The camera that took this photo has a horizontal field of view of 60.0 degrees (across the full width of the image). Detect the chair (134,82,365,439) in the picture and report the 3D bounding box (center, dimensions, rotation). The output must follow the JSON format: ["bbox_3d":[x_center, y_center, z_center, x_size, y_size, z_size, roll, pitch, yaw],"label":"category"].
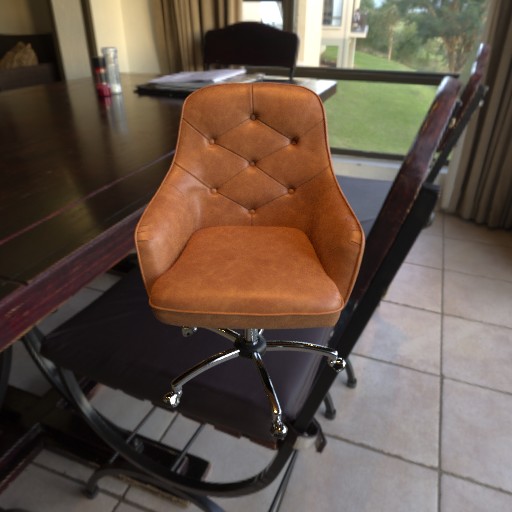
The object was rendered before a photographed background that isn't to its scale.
[{"bbox_3d":[0.000,0.000,1.349,0.628,0.909,0.615,1,30,2],"label":"chair"}]
